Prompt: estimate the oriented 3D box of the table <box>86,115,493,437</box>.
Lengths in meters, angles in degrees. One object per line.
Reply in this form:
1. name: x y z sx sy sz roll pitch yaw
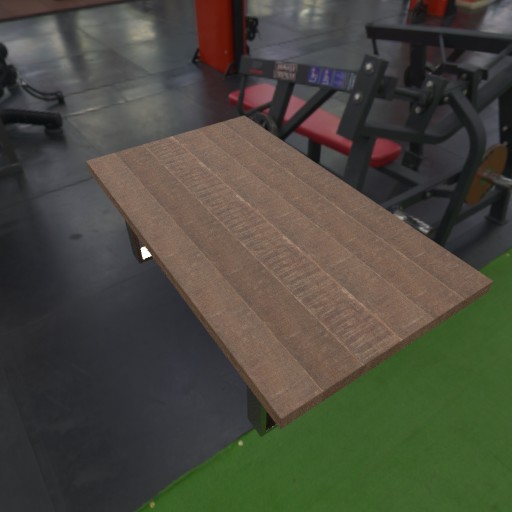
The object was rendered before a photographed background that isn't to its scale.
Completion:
1. table: 0.000 0.000 1.760 0.800 0.440 1.400 -24 47 -24
